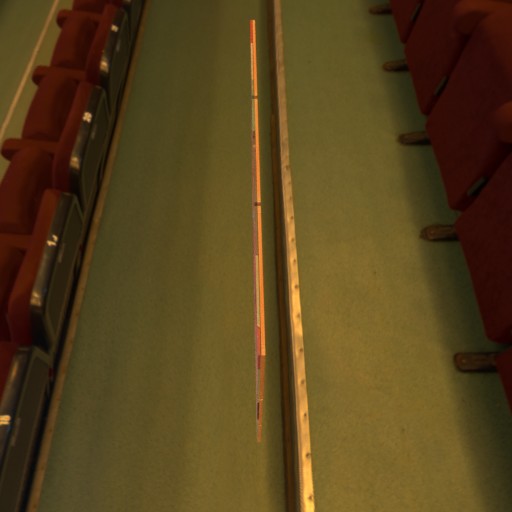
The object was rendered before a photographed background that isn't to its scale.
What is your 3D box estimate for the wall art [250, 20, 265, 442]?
[{"bbox_3d":[0.000,0.000,1.329,0.012,0.910,0.911,-1,59,-1],"label":"wall art"}]
